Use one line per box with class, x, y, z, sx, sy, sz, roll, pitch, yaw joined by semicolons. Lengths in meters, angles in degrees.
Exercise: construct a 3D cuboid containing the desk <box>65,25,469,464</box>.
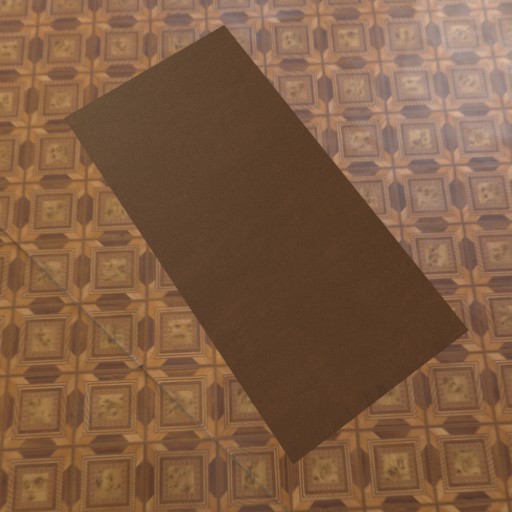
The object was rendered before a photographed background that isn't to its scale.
desk;0.000;0.000;1.387;0.510;0.758;0.949;-34;79;-8
